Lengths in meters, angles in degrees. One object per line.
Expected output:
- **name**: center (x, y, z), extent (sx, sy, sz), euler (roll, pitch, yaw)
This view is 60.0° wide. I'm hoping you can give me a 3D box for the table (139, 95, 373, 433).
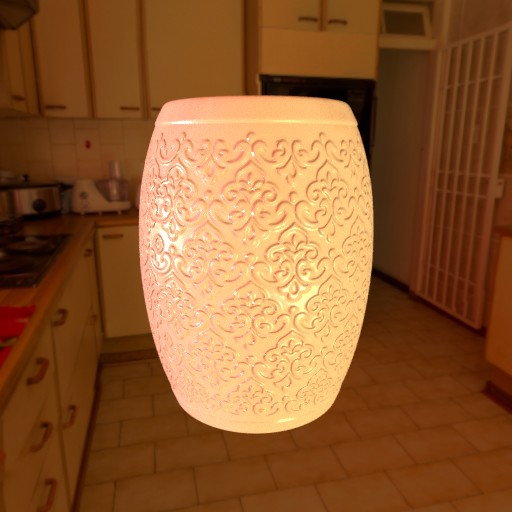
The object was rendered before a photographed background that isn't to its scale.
- **table**: center (0.000, 0.000, 0.610), extent (0.309, 0.397, 0.309), euler (0, 14, 0)
